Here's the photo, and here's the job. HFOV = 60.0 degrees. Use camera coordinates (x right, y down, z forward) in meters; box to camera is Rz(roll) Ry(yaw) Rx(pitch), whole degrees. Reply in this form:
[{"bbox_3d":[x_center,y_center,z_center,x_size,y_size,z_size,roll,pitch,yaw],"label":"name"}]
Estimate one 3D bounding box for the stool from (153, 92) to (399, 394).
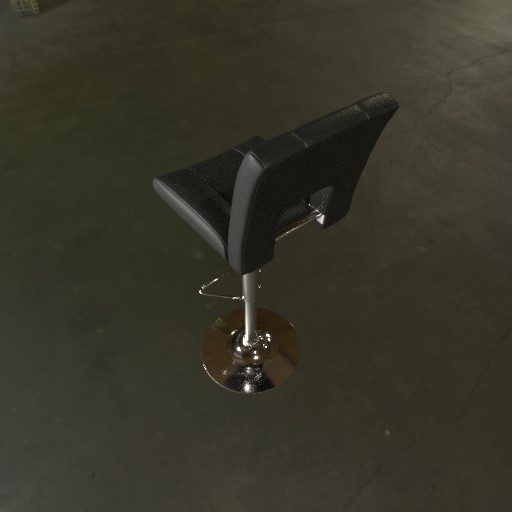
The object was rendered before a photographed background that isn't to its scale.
[{"bbox_3d":[0.000,0.000,1.412,0.415,1.151,0.520,-30,53,-26],"label":"stool"}]
